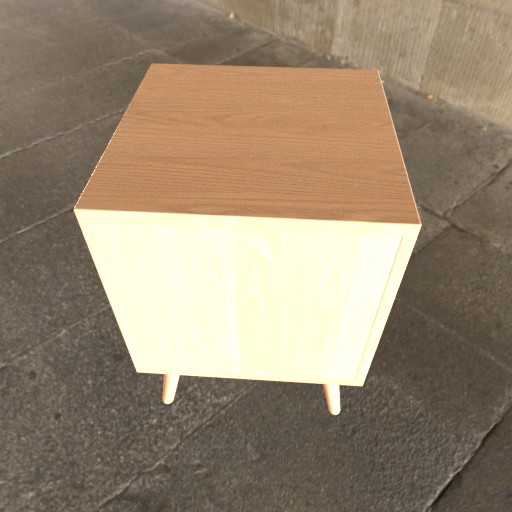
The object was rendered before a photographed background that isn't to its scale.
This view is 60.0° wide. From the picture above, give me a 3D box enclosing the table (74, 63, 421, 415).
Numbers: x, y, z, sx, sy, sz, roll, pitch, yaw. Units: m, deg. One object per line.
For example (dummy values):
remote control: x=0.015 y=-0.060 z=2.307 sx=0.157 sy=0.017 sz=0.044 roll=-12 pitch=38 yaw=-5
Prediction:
table: x=0.000 y=0.000 z=0.843 sx=0.400 sy=0.550 sz=0.400 roll=3 pitch=47 yaw=3
